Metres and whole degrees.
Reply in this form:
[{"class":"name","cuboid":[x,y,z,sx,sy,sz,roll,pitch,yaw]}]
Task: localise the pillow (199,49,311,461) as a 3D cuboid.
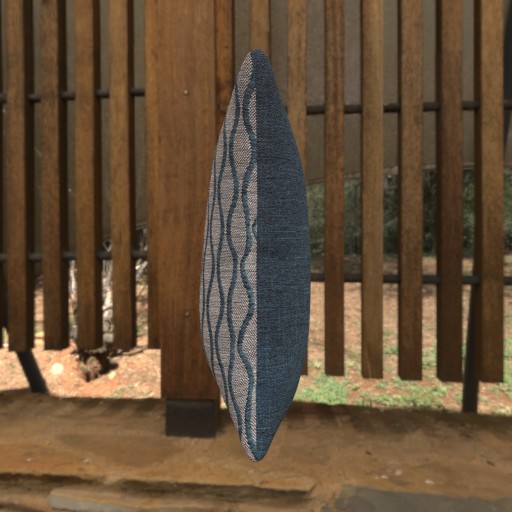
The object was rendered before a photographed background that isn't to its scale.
[{"class":"pillow","cuboid":[0.000,0.000,0.675,0.159,0.435,0.435,0,0,1]}]
